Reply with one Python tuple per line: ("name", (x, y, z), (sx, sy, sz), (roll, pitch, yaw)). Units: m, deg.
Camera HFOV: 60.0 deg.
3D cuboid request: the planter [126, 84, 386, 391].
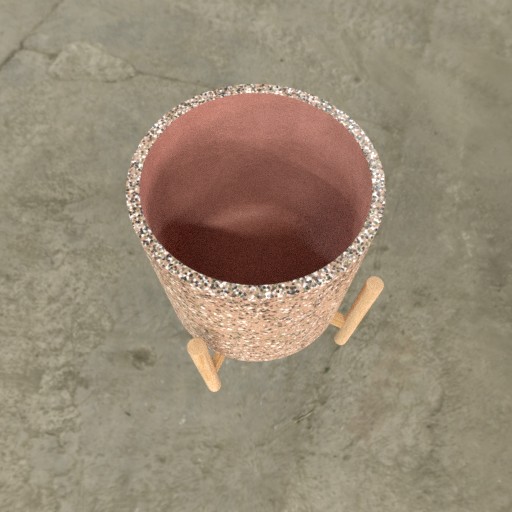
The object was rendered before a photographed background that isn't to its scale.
("planter", (0.000, 0.000, 0.708), (0.360, 0.419, 0.360), (-39, 70, -17))
